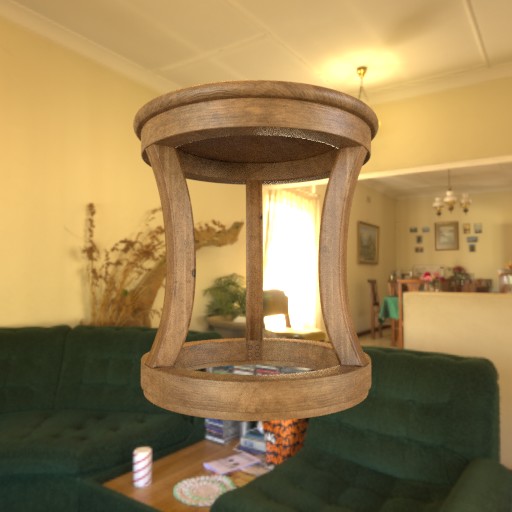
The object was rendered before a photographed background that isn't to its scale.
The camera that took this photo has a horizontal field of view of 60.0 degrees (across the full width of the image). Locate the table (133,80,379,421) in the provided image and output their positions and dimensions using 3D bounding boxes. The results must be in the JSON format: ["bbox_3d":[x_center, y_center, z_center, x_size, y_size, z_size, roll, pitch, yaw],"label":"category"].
[{"bbox_3d":[0.000,0.000,0.800,0.432,0.460,0.432,0,-2,0],"label":"table"}]
